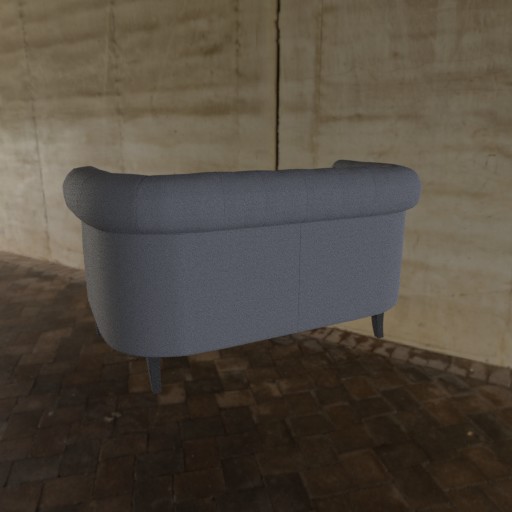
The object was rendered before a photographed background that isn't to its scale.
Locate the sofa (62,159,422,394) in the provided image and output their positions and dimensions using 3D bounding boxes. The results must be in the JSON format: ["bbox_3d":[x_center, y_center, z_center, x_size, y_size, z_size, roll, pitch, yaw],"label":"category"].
[{"bbox_3d":[0.000,0.000,2.045,1.558,0.827,0.835,-7,17,-25],"label":"sofa"}]
